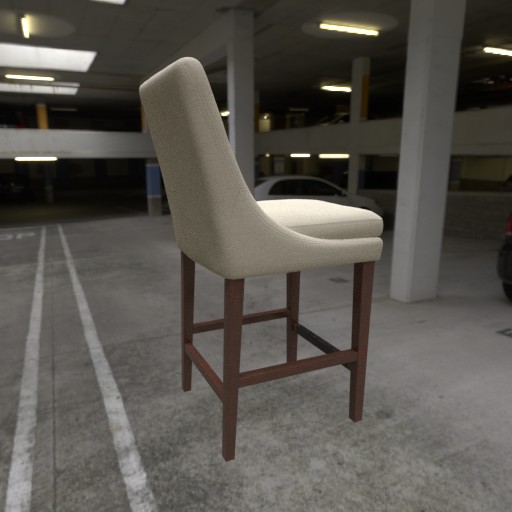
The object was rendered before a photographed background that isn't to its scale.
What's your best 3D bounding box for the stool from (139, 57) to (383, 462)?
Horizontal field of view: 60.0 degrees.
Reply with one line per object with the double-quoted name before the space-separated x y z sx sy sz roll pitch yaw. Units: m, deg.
"stool" 0.000 0.000 1.304 0.577 0.981 0.470 -6 14 -25
